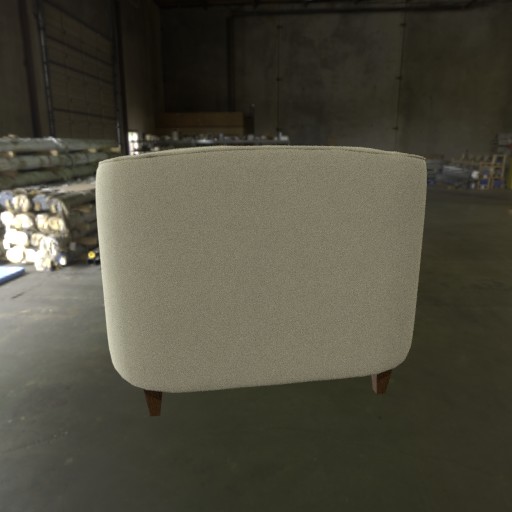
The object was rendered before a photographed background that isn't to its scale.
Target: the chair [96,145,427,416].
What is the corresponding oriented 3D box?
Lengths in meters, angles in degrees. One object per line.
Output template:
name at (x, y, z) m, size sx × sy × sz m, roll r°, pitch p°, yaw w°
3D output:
chair at (0.000, 0.000, 1.749) m, size 1.104 × 0.852 × 0.941 m, roll -2°, pitch 15°, yaw -9°
